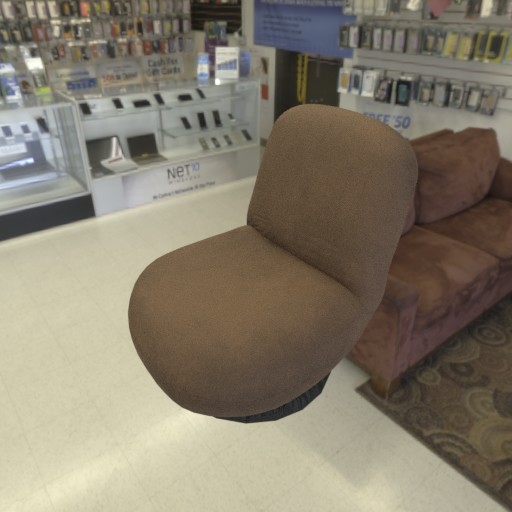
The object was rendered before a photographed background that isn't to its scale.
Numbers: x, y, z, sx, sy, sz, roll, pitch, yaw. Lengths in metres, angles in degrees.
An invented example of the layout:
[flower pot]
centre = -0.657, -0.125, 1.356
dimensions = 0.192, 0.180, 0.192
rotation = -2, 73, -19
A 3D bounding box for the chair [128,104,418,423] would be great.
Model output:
[chair]
centre = 0.000, 0.000, 1.017
dimensions = 0.597, 0.594, 0.521
rotation = -20, 37, -30
